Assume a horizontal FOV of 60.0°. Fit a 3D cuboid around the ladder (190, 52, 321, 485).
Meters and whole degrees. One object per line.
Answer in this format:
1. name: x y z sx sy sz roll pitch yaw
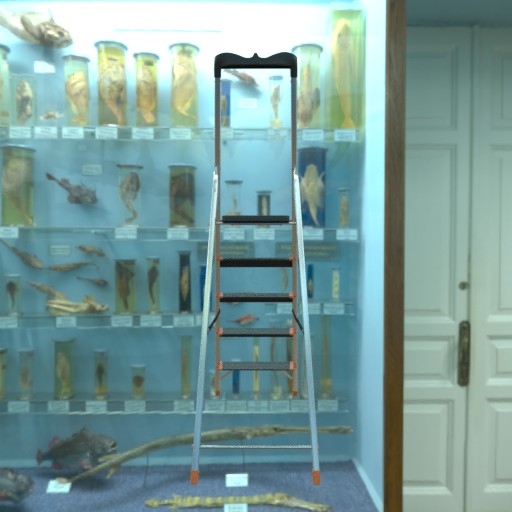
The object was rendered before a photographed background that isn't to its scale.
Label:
1. ladder: 0.000 0.000 2.094 0.480 1.646 0.995 0 1 0
